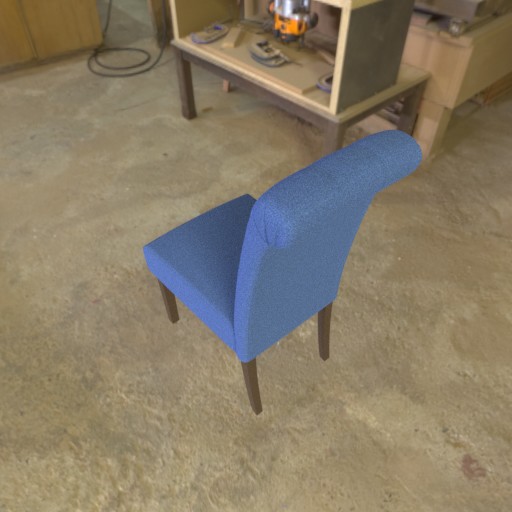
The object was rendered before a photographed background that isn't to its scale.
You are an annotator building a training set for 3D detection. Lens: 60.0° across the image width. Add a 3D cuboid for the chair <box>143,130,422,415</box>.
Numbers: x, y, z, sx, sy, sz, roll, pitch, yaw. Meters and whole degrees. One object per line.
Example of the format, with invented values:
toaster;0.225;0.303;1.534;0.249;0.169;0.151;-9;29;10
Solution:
chair;0.000;0.000;1.375;0.456;1.006;0.671;-31;54;-26
